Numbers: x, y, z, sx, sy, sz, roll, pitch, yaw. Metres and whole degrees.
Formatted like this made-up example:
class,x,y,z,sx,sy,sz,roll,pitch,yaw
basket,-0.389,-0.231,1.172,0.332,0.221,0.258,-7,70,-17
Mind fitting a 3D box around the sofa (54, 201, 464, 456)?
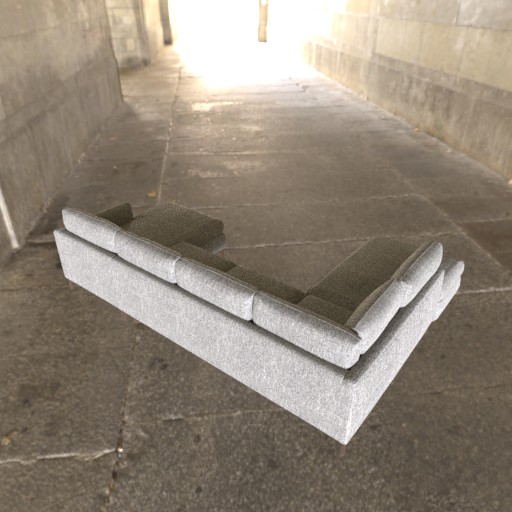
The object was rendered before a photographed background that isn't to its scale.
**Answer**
class,x,y,z,sx,sy,sz,roll,pitch,yaw
sofa,0.000,0.000,3.568,2.737,0.756,1.879,22,37,32
